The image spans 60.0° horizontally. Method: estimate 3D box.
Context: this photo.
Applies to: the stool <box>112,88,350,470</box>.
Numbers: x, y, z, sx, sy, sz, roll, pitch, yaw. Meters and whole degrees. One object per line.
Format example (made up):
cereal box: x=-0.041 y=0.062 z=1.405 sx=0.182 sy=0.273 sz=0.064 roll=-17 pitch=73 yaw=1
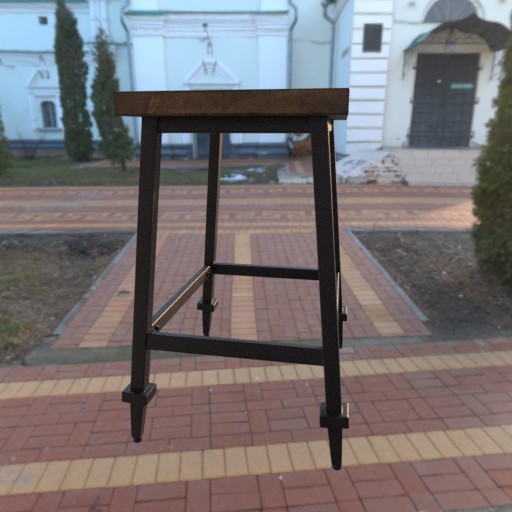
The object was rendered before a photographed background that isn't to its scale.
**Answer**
stool: x=0.000 y=0.000 z=0.937 sx=0.405 sy=0.625 sz=0.486 roll=3 pitch=16 yaw=10
